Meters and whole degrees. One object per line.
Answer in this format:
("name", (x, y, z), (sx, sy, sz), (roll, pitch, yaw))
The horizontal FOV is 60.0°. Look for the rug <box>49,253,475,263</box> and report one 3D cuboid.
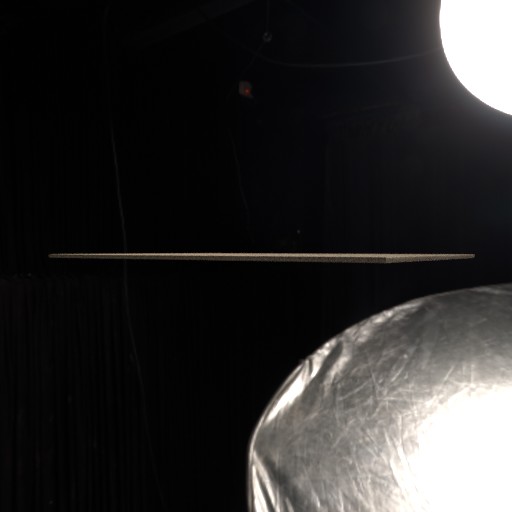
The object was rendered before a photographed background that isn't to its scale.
("rug", (0.000, 0.000, 3.374), (2.699, 0.025, 1.800), (0, 1, 37))
